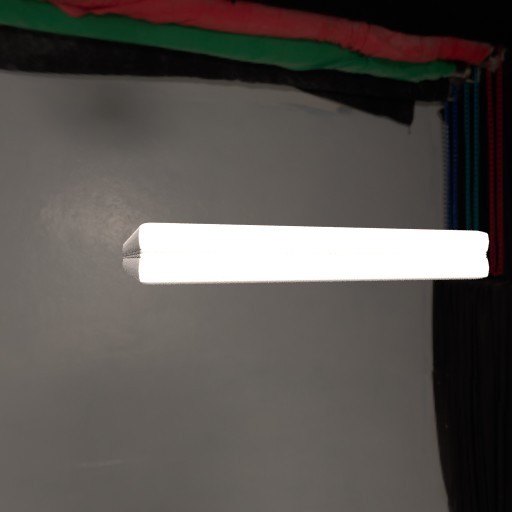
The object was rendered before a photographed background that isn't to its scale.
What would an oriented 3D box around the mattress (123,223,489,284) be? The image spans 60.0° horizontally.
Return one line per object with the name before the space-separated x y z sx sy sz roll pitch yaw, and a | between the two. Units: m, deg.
mattress | 0.000 0.000 2.507 1.400 0.200 1.900 0 0 -18
